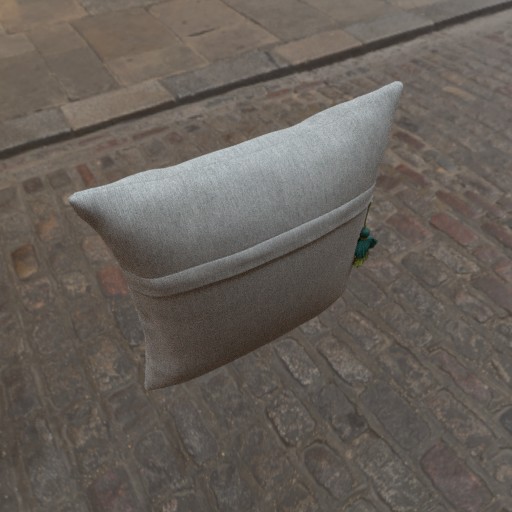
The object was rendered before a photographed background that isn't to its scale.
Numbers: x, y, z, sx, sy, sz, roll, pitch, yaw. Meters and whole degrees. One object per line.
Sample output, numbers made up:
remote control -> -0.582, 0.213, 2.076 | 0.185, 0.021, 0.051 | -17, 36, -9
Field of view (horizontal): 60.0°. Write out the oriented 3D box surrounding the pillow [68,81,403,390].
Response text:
pillow -> 0.000, 0.000, 0.662 | 0.433, 0.436, 0.173 | -25, 53, -21
